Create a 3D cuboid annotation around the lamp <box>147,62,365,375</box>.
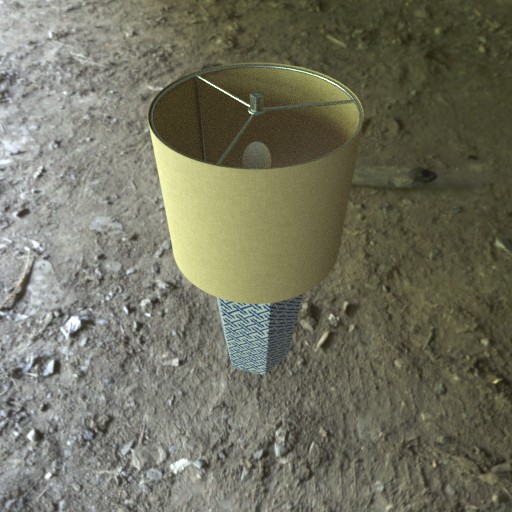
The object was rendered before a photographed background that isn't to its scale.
[{"bbox_3d":[0.000,0.000,0.893,0.320,0.682,0.320,-32,54,-27],"label":"lamp"}]
